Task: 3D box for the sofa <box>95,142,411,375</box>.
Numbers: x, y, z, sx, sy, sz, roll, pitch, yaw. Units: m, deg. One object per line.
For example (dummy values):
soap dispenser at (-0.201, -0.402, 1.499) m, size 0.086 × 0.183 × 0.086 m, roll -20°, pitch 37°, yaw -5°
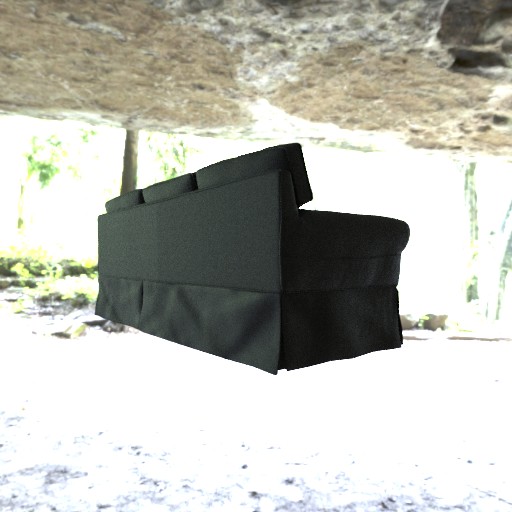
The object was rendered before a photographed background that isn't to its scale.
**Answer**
sofa at (0.000, 0.000, 3.301) m, size 1.637 × 1.039 × 2.518 m, roll 0°, pitch -1°, yaw -37°
